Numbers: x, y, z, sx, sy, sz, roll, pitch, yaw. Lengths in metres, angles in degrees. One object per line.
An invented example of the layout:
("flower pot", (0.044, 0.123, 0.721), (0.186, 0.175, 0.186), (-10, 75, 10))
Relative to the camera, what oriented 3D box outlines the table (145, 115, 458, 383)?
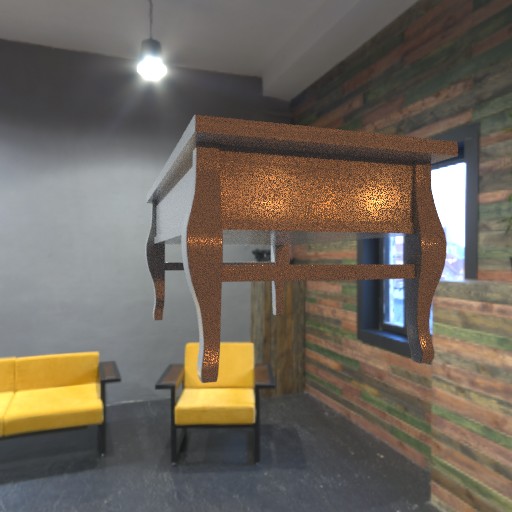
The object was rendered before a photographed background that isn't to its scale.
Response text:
("table", (0.000, 0.000, 1.384), (0.600, 0.495, 1.062), (0, 0, -18))
